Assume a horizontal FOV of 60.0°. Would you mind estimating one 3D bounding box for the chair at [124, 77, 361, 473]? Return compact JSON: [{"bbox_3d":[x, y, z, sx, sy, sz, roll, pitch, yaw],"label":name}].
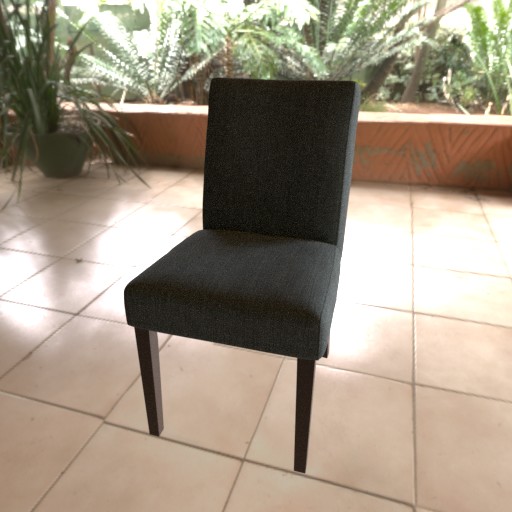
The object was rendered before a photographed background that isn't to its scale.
[{"bbox_3d":[0.000,0.000,1.239,0.487,0.884,0.629,7,27,15],"label":"chair"}]
